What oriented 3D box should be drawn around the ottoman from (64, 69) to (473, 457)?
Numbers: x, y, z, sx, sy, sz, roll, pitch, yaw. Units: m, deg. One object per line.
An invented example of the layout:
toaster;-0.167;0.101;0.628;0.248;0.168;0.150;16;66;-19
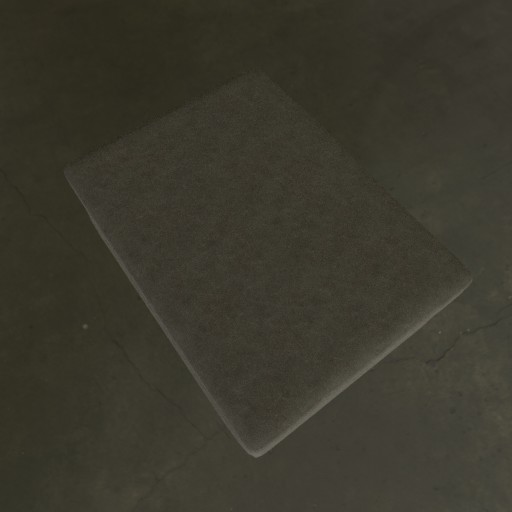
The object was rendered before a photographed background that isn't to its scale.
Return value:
ottoman;0.000;0.000;1.236;0.639;0.464;0.839;-33;68;-15
